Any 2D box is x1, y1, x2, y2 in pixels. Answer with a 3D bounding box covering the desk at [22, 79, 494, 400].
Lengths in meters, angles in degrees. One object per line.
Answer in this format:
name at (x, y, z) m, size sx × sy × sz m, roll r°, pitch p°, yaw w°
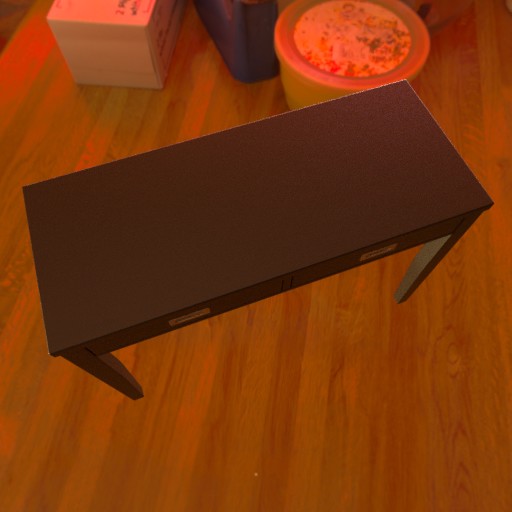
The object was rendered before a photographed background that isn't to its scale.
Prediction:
desk at (0.000, 0.000, 1.582) m, size 1.220 × 0.775 × 0.508 m, roll -18°, pitch 65°, yaw -9°
